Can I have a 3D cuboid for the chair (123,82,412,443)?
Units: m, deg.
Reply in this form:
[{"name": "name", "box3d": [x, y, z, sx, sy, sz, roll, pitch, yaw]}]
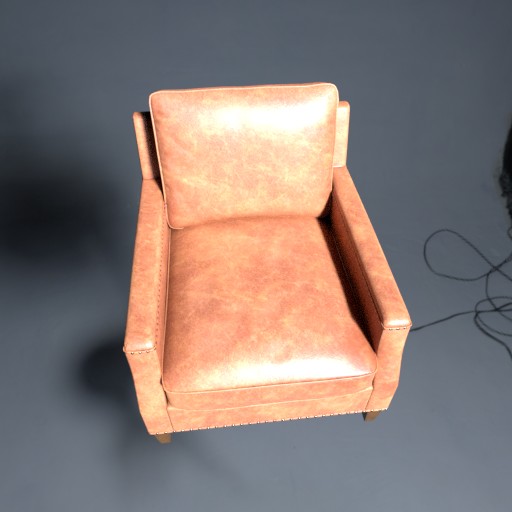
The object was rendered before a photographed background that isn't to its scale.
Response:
[{"name": "chair", "box3d": [0.000, 0.000, 1.629, 0.853, 0.943, 1.014, -4, 46, -4]}]
